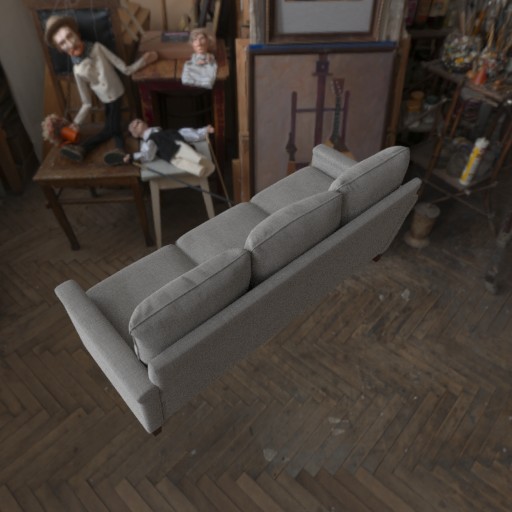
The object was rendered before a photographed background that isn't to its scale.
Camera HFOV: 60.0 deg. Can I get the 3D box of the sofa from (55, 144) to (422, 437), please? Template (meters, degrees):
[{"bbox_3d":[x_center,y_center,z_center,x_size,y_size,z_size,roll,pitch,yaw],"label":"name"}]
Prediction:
[{"bbox_3d":[0.000,0.000,2.471,1.925,0.959,0.828,-33,55,-27],"label":"sofa"}]
